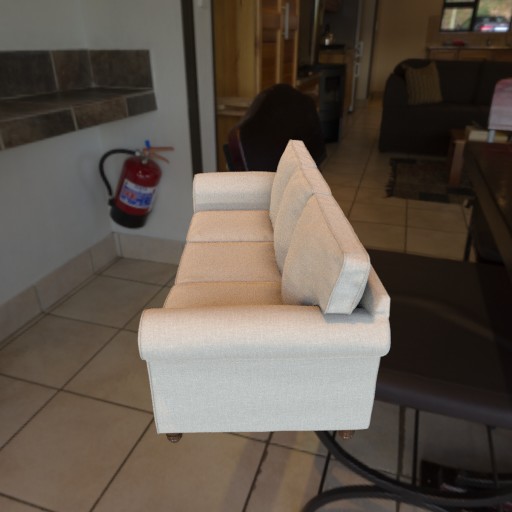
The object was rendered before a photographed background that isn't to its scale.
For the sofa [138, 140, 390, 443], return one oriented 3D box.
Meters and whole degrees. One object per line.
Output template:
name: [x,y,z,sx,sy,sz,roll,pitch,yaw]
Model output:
sofa: [0.000,0.000,2.547,0.916,0.961,2.084,-1,26,-1]
